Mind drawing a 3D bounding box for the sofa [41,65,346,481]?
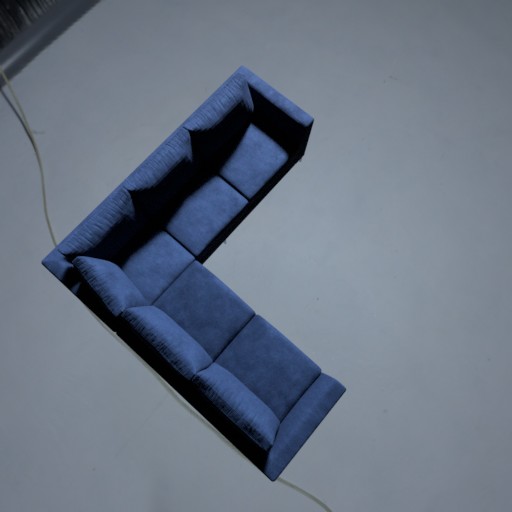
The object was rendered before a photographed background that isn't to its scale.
[{"bbox_3d":[0.000,0.000,3.834,2.472,0.988,2.463,40,79,10],"label":"sofa"}]
